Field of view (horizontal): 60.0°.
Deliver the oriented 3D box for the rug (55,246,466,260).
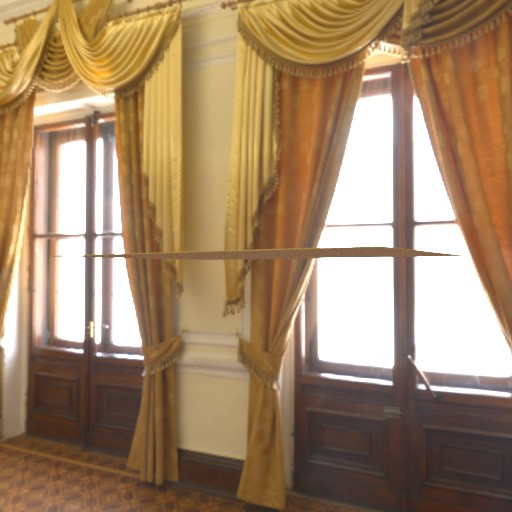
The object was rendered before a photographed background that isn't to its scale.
[{"bbox_3d":[0.000,0.000,3.746,2.895,0.006,1.981,-1,-2,36],"label":"rug"}]
